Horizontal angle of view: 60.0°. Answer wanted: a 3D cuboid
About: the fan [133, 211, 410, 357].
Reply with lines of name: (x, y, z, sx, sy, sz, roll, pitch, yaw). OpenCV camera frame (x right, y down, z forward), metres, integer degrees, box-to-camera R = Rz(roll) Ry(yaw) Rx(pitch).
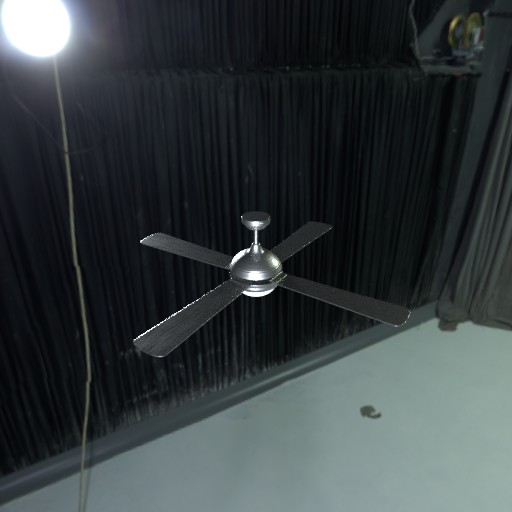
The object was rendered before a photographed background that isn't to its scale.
fan: (0.000, 0.000, 1.994, 1.321, 0.381, 1.321, -18, 32, -32)
